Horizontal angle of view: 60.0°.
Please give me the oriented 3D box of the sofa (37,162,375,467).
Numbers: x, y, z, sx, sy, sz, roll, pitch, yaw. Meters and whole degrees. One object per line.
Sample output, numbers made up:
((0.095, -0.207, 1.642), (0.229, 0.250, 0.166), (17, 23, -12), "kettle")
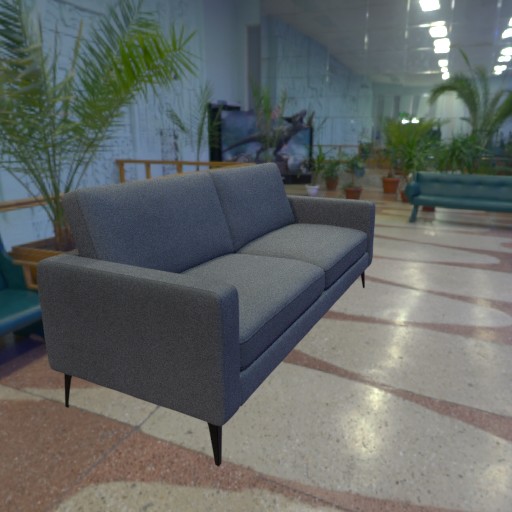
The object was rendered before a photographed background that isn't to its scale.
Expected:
((0.000, 0.000, 2.242), (0.774, 0.828, 1.925), (8, 17, 26), "sofa")
